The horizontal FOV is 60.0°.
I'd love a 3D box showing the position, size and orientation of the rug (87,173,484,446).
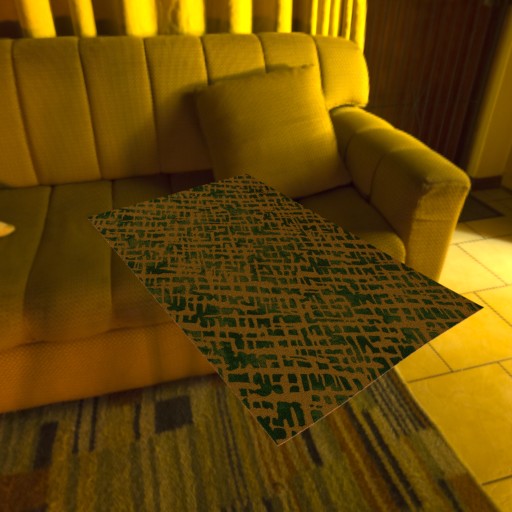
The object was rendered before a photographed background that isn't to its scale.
[{"bbox_3d":[0.000,0.000,3.023,1.520,0.011,2.447,-21,39,-29],"label":"rug"}]
